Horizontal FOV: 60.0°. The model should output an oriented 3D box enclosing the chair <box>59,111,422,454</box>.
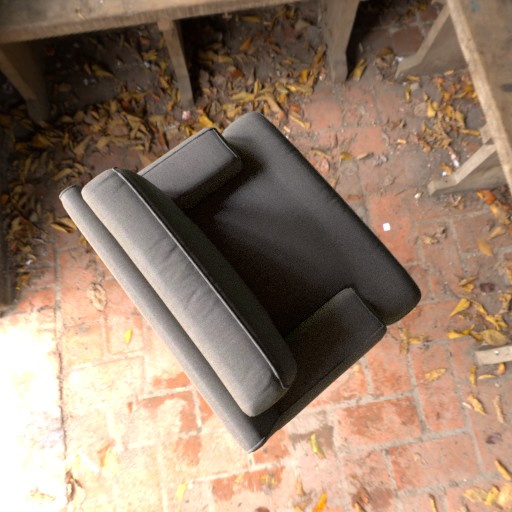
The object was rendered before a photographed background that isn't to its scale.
[{"bbox_3d":[0.000,0.000,2.014,1.043,0.974,1.270,-38,79,-9],"label":"chair"}]
